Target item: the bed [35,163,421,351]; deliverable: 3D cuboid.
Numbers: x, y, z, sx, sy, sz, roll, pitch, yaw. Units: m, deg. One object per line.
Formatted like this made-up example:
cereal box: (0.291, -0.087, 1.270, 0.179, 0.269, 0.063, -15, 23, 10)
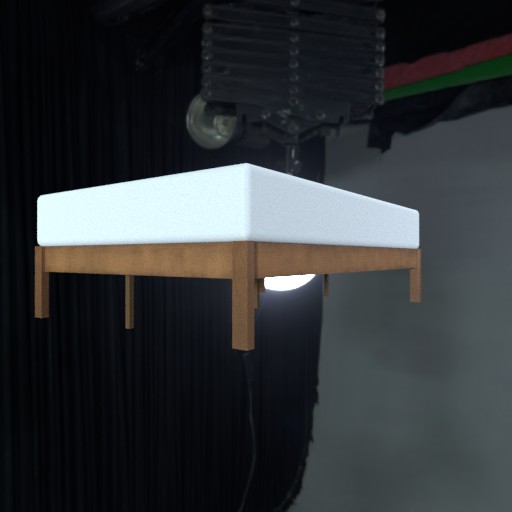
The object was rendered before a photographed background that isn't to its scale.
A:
bed: (0.000, 0.000, 2.611, 1.348, 0.616, 1.927, 0, 0, 36)
